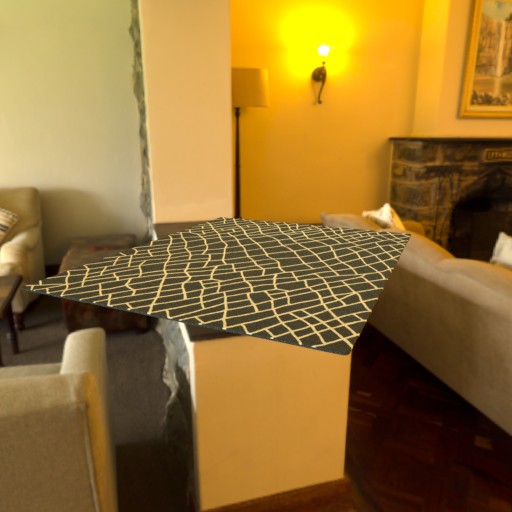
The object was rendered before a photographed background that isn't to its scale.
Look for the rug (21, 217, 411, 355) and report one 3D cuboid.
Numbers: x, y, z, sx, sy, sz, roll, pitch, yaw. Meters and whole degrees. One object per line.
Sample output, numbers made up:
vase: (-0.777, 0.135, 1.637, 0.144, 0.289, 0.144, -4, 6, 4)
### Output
rug: (0.000, 0.000, 4.107, 2.439, 0.022, 3.047, 7, 17, 23)
